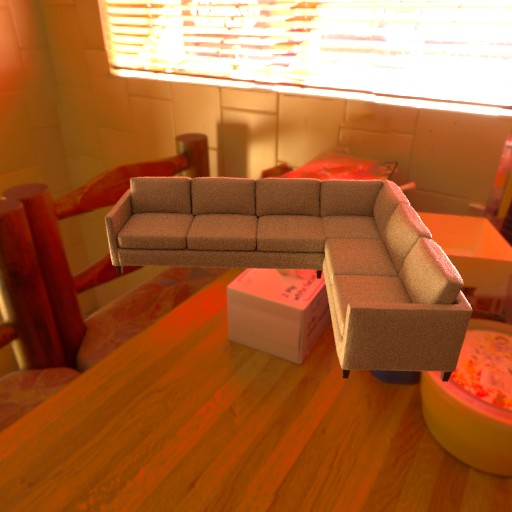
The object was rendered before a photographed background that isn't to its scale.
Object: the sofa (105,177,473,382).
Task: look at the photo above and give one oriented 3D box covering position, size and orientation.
[{"bbox_3d":[0.000,0.000,4.498,3.333,0.934,2.522,1,29,2],"label":"sofa"}]
